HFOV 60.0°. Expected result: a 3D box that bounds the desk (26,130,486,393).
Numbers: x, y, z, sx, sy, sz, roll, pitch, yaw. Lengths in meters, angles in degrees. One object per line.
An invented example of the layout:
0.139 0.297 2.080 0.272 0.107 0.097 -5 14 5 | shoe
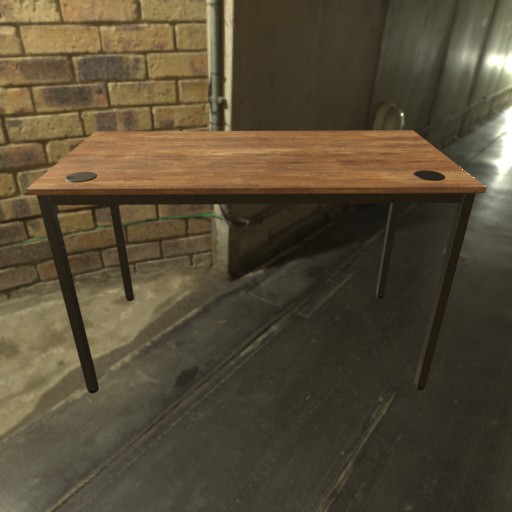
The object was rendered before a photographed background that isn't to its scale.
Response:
0.000 0.000 1.595 1.200 0.749 0.600 0 30 -1 | desk
